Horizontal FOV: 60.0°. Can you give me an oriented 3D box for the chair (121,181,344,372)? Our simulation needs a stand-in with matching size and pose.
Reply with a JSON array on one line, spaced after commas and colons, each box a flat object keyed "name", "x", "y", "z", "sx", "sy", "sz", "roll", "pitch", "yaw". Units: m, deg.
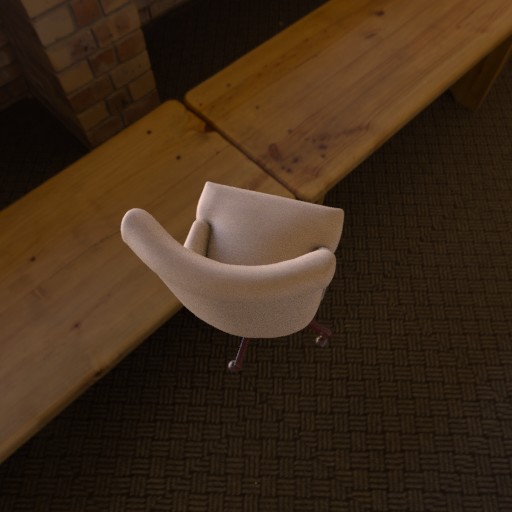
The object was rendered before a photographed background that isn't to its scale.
[{"name": "chair", "x": 0.000, "y": 0.000, "z": 1.442, "sx": 0.645, "sy": 1.010, "sz": 0.696, "roll": 13, "pitch": 64, "yaw": 6}]
